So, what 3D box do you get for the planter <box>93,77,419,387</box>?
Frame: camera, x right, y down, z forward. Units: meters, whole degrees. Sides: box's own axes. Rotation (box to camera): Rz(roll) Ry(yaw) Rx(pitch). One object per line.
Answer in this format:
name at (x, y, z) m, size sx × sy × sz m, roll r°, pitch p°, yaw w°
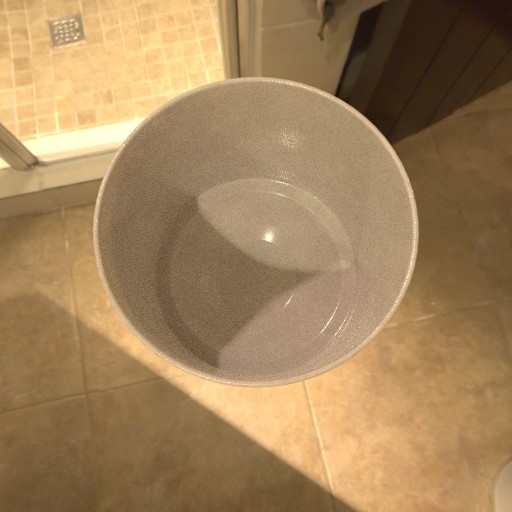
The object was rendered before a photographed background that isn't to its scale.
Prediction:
planter at (0.000, 0.000, 0.455) m, size 0.250 × 0.239 × 0.250 m, roll 0°, pitch 76°, yaw 0°
